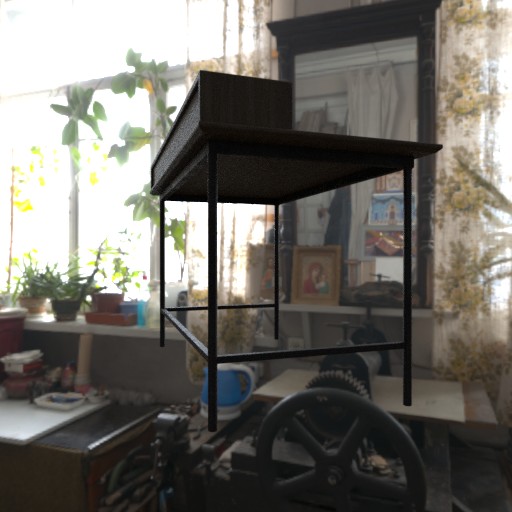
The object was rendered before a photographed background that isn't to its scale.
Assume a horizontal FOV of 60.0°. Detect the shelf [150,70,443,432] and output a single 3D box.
[{"bbox_3d":[0.000,0.000,1.695,0.685,0.865,1.212,0,0,-19],"label":"shelf"}]
